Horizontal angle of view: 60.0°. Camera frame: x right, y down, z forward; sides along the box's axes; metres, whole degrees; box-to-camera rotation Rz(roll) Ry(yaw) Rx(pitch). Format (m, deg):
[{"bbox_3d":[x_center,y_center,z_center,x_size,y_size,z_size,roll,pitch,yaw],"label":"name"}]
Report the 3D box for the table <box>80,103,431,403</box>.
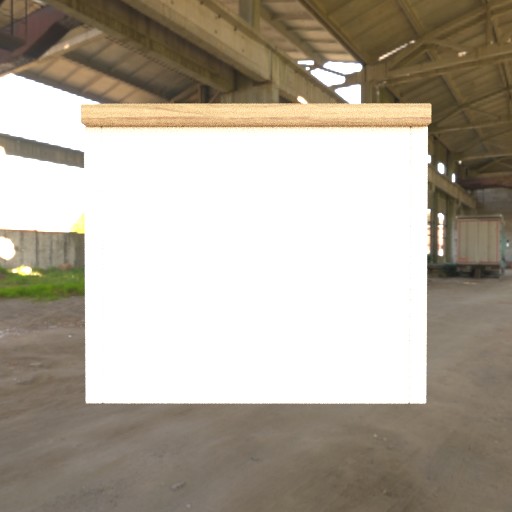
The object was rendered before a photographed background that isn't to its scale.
[{"bbox_3d":[0.000,0.000,0.813,0.500,0.440,0.360,0,1,0],"label":"table"}]
